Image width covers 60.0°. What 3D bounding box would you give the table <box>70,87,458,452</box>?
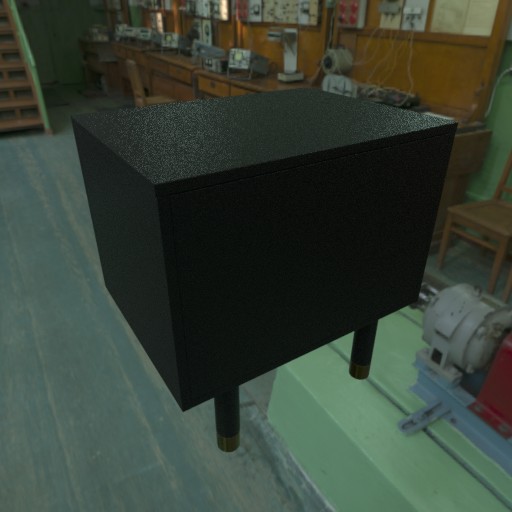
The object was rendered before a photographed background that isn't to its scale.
[{"bbox_3d":[0.000,0.000,0.955,0.564,0.584,0.441,-18,35,-28],"label":"table"}]
